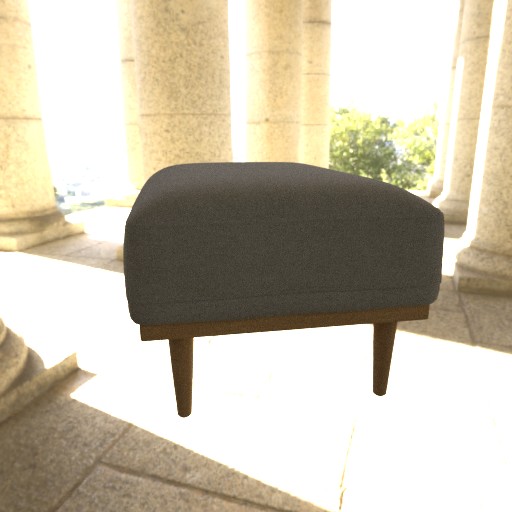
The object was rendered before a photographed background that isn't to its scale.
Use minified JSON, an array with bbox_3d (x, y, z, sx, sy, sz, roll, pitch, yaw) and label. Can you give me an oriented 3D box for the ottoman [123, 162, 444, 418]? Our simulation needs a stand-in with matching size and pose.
[{"bbox_3d":[0.000,0.000,1.081,0.549,0.428,0.749,-3,16,-10],"label":"ottoman"}]
